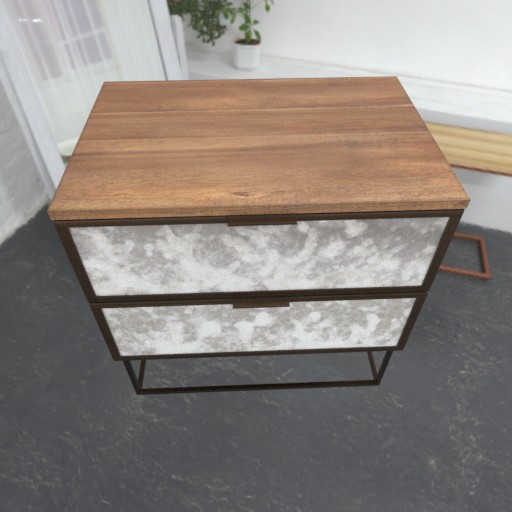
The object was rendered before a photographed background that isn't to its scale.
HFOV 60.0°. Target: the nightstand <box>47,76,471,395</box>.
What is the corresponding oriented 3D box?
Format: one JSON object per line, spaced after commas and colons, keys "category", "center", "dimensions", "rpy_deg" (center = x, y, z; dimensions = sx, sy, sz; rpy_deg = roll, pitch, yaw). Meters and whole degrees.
{"category": "nightstand", "center": [0.000, 0.000, 0.985], "dimensions": [0.605, 0.611, 0.427], "rpy_deg": [-2, 46, -2]}
